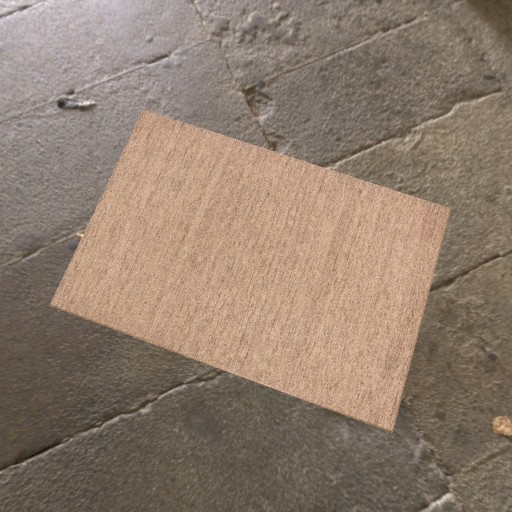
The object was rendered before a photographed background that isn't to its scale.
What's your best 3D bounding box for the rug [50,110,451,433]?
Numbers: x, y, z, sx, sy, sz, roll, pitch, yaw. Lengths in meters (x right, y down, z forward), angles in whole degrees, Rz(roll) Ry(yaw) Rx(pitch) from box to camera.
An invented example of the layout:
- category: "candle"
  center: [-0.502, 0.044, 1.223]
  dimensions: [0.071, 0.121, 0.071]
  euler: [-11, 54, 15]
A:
- category: "rug"
  center: [0.000, 0.000, 2.373]
  dimensions: [1.840, 0.013, 1.225]
  euler: [19, 76, 5]
